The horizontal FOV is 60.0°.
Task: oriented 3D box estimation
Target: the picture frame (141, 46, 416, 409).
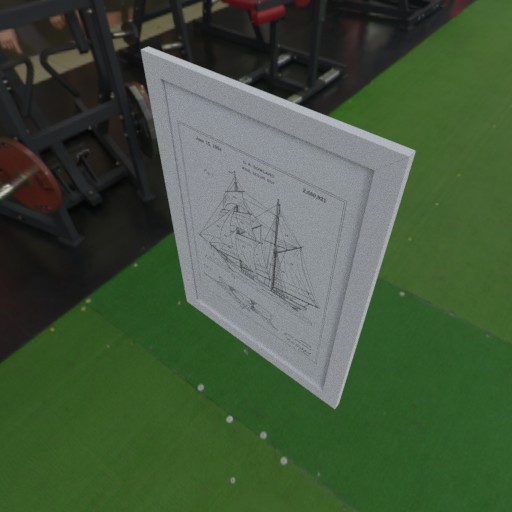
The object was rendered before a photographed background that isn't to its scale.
[{"bbox_3d":[0.000,0.000,0.592,0.326,0.459,0.011,31,54,26],"label":"picture frame"}]
